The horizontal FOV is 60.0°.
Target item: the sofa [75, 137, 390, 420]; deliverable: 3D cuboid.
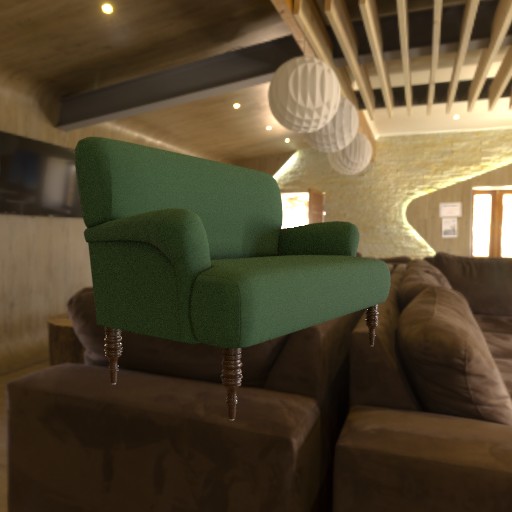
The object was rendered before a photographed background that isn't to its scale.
[{"bbox_3d":[0.000,0.000,1.864,0.779,0.889,1.297,2,3,36],"label":"sofa"}]
